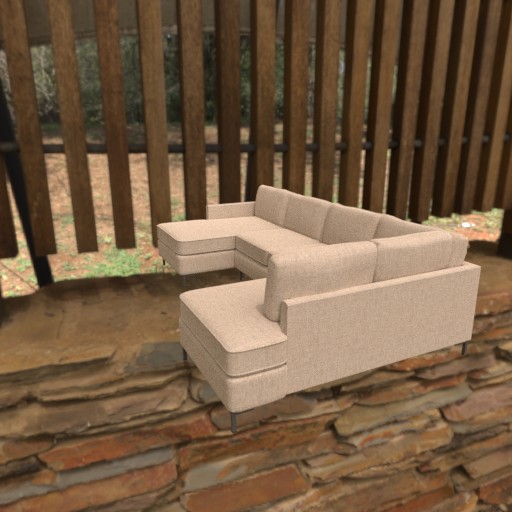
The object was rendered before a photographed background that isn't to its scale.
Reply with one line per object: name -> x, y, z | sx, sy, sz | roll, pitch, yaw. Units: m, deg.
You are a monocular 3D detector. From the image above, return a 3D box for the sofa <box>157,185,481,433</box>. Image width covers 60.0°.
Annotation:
sofa -> 0.000, 0.000, 4.300 | 2.021, 0.996, 3.423 | -8, 18, -25
